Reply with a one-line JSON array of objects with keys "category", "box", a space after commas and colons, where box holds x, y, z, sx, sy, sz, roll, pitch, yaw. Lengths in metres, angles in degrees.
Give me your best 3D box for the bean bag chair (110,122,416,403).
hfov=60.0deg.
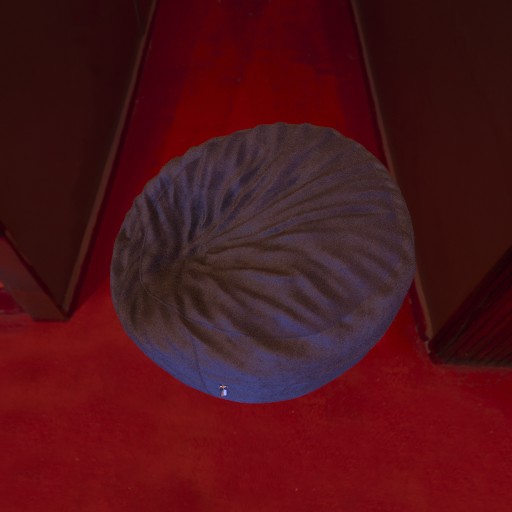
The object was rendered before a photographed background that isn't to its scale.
[{"category": "bean bag chair", "box": [0.000, 0.000, 1.990, 1.245, 0.821, 1.245, 0, 57, 0]}]
